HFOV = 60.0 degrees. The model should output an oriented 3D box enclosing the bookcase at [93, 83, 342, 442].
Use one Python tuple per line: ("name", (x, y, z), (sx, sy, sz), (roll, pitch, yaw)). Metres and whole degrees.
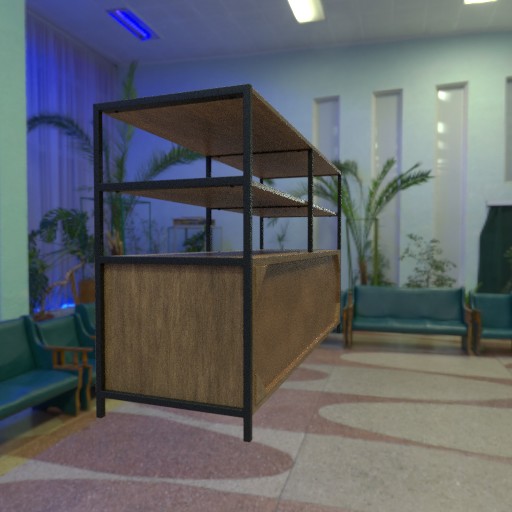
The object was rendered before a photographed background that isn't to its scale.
("bookcase", (0.000, 0.000, 1.482), (0.391, 0.712, 1.149), (1, 2, 20))
